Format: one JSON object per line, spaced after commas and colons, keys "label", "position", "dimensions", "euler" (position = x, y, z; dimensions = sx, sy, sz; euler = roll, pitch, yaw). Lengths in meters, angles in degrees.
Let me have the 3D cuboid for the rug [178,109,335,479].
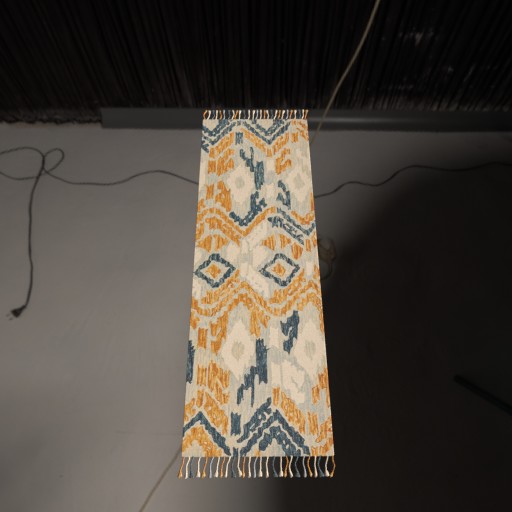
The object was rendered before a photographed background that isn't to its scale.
{"label": "rug", "position": [0.000, 0.000, 2.718], "dimensions": [0.783, 0.010, 2.437], "euler": [0, 63, 0]}
